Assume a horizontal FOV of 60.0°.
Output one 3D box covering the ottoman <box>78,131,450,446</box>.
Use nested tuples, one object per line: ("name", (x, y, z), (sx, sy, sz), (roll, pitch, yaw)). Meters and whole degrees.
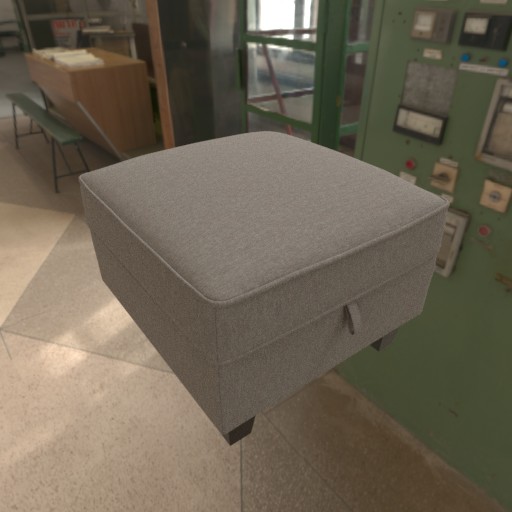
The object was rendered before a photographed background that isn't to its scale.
("ottoman", (0.000, 0.000, 1.413), (0.808, 0.612, 0.871), (-21, 38, -30))
